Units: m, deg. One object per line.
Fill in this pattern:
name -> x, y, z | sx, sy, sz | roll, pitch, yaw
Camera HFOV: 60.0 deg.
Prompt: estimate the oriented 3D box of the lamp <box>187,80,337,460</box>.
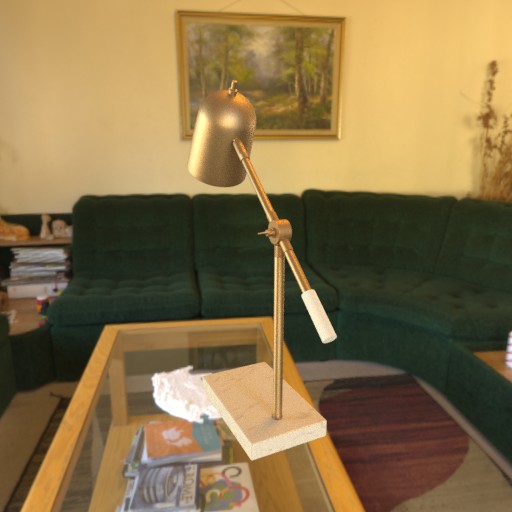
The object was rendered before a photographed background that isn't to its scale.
lamp -> 0.000, 0.000, 0.783 | 0.144, 0.603, 0.471 | -7, 16, -25
